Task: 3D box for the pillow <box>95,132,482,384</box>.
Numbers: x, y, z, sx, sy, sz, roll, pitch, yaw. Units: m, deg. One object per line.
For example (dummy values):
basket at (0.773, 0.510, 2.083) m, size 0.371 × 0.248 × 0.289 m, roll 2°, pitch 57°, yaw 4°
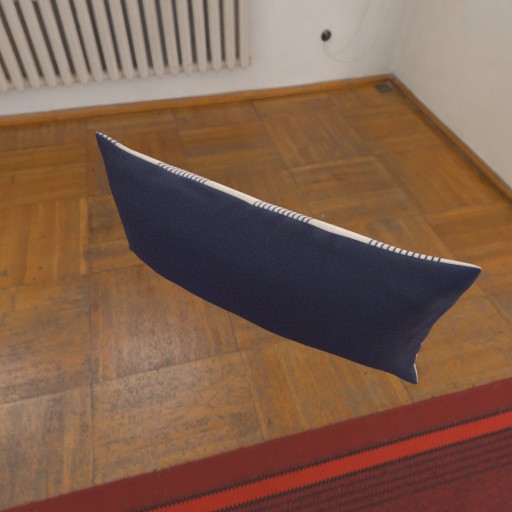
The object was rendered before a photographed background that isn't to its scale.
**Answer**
pillow at (0.000, 0.000, 0.724) m, size 0.610 × 0.287 × 0.151 m, roll 23°, pitch 51°, yaw 20°
